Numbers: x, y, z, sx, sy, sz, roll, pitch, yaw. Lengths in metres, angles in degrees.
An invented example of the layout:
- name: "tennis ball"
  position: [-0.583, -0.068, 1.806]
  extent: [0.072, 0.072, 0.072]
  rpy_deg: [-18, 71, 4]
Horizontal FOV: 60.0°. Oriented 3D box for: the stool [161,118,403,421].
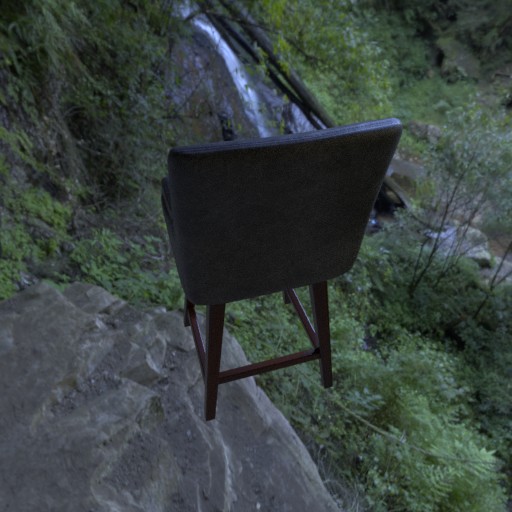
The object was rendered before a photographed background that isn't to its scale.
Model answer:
- name: "stool"
  position: [0.000, 0.000, 1.359]
  extent: [0.492, 1.046, 0.587]
  rpy_deg: [-11, 43, -12]
